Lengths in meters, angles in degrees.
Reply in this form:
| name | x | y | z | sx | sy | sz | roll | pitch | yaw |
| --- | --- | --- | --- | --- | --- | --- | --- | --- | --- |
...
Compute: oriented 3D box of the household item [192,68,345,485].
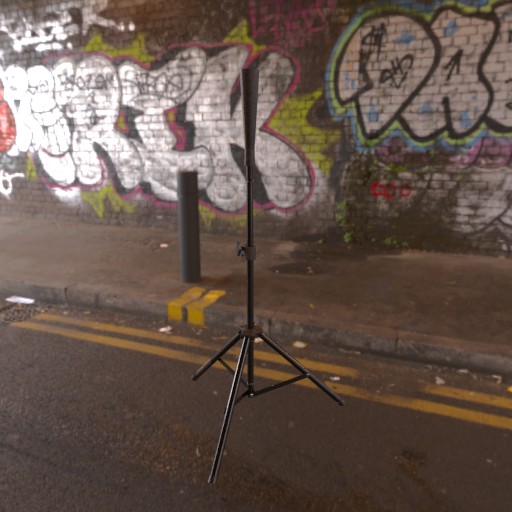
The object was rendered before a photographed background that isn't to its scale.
| name | x | y | z | sx | sy | sz | roll | pitch | yaw |
| --- | --- | --- | --- | --- | --- | --- | --- | --- | --- |
| household item | 0.000 | 0.000 | 1.385 | 0.559 | 1.067 | 0.559 | -7 | 16 | -26 |
